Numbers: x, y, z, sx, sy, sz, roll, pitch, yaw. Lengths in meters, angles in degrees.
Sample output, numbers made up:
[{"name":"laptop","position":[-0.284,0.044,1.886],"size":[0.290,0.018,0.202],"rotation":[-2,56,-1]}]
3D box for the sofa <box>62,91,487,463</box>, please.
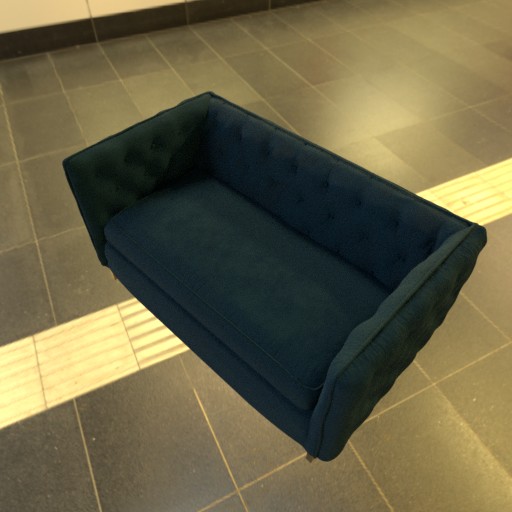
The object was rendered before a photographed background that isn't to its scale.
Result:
[{"name":"sofa","position":[0.000,0.000,2.048],"size":[1.583,0.810,0.909],"rotation":[35,57,28]}]
